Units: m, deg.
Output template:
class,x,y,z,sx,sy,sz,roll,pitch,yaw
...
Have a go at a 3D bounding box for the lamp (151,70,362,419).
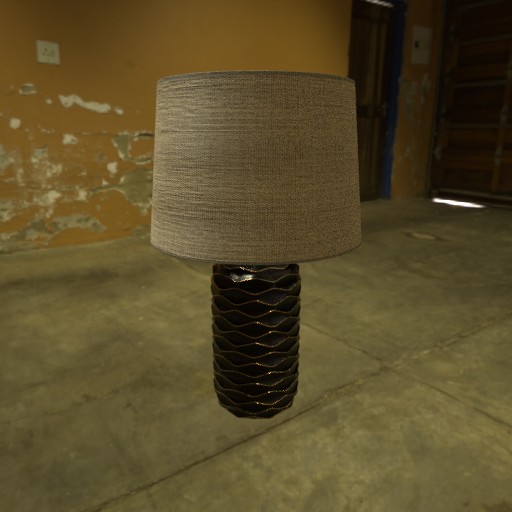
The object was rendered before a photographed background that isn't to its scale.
class,x,y,z,sx,sy,sz,roll,pitch,yaw
lamp,0.000,0.000,0.819,0.376,0.594,0.376,0,15,0
